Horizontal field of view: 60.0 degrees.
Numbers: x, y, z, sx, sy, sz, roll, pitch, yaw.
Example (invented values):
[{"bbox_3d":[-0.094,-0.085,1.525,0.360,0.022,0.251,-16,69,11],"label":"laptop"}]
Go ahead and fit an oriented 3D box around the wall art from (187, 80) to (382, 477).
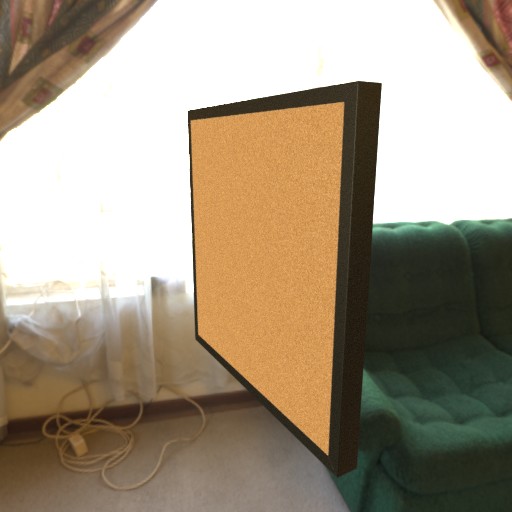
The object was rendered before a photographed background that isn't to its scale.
[{"bbox_3d":[0.000,0.000,0.763,0.036,0.508,0.508,-8,16,-29],"label":"wall art"}]
